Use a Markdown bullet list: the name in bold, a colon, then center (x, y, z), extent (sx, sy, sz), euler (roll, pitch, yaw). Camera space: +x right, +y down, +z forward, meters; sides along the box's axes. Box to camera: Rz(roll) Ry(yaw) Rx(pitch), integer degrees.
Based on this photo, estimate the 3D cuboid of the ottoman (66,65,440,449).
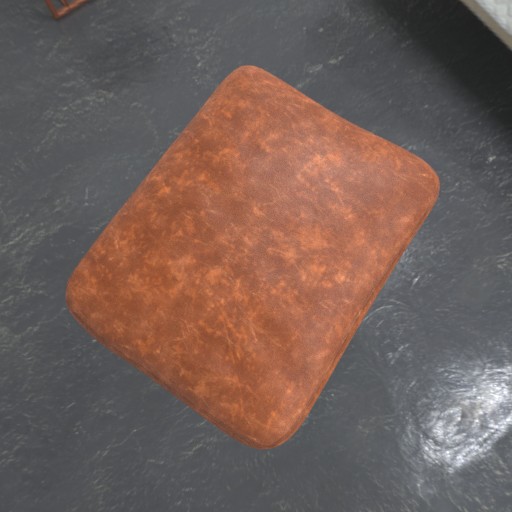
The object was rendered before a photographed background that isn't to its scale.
- **ottoman**: center (0.000, 0.000, 1.258), extent (0.657, 0.562, 0.832), euler (33, 79, 8)
